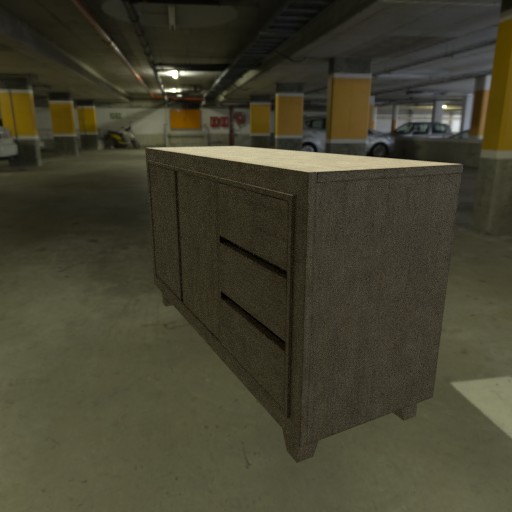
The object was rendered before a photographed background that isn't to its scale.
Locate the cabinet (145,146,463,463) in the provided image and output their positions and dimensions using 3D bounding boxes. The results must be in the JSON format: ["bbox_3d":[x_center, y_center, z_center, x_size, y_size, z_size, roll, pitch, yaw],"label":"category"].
[{"bbox_3d":[0.000,0.000,1.828,0.511,0.825,1.460,-8,18,-26],"label":"cabinet"}]
